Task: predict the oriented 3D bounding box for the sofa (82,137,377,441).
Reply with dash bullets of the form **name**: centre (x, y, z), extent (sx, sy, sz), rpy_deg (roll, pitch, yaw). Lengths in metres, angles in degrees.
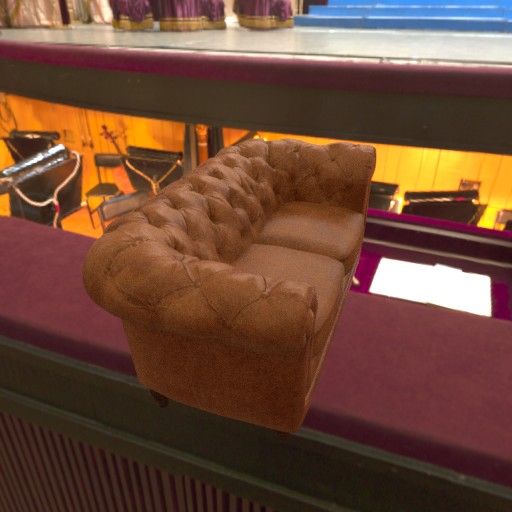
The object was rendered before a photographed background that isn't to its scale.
- **sofa**: centre (0.000, 0.000, 2.463), extent (1.042, 0.877, 1.979), rpy_deg (11, 31, 18)
